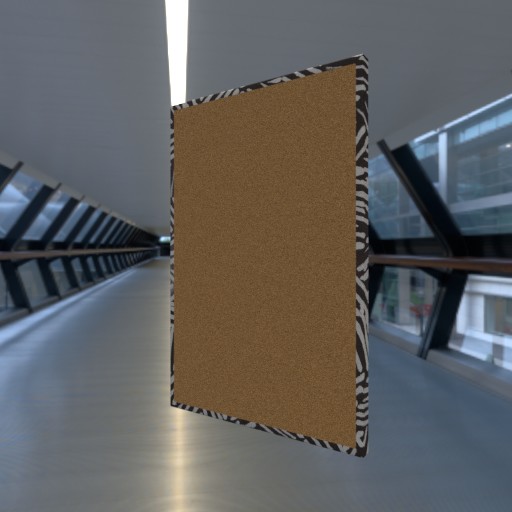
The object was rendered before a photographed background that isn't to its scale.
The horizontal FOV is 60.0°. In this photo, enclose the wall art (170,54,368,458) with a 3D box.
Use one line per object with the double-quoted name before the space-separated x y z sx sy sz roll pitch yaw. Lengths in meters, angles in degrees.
"wall art" 0.000 0.000 1.192 0.615 0.918 0.035 0 0 35
